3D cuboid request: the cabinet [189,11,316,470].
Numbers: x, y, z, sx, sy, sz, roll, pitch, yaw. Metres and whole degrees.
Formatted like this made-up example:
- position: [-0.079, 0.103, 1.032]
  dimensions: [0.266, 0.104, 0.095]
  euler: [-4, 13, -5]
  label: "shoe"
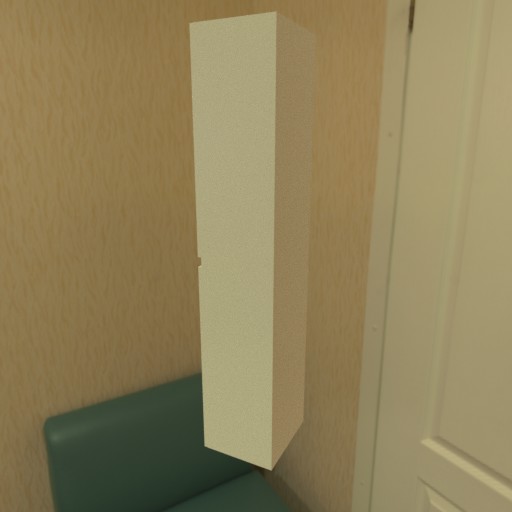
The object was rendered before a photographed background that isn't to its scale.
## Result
- position: [0.000, 0.000, 1.503]
  dimensions: [0.269, 1.400, 0.300]
  euler: [8, 17, 26]
  label: "cabinet"
